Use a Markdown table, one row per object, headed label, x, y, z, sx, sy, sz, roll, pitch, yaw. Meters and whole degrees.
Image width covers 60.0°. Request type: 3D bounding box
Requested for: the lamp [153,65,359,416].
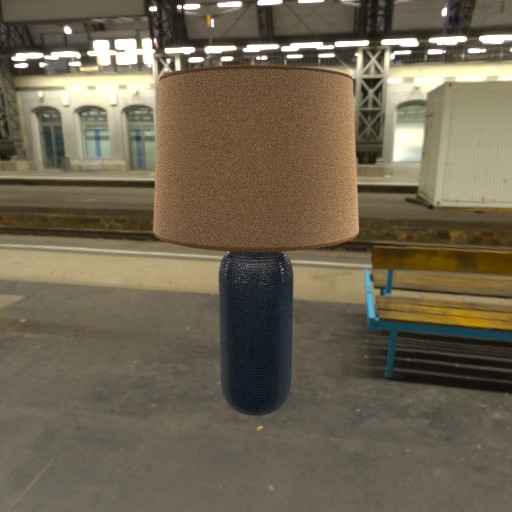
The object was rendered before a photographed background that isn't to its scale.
| label | x | y | z | sx | sy | sz | roll | pitch | yaw |
| --- | --- | --- | --- | --- | --- | --- | --- | --- | --- |
| lamp | 0.000 | 0.000 | 0.823 | 0.367 | 0.609 | 0.367 | 0 | 14 | 0 |
